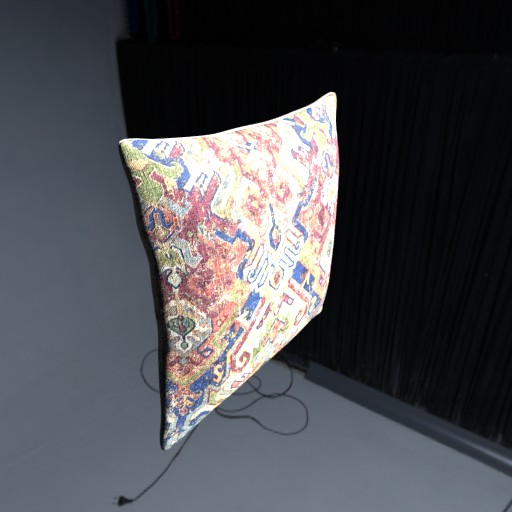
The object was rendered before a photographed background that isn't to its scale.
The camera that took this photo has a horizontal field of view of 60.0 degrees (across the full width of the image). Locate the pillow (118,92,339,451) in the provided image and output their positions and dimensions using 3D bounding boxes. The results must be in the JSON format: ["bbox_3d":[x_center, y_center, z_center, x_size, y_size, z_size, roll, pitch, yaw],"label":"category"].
[{"bbox_3d":[0.000,0.000,0.799,0.166,0.506,0.523,19,33,32],"label":"pillow"}]
